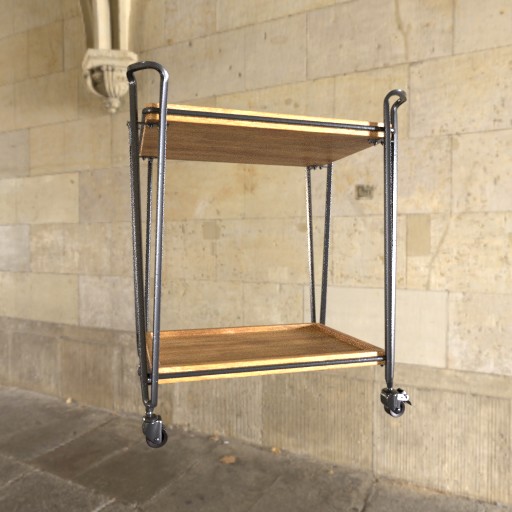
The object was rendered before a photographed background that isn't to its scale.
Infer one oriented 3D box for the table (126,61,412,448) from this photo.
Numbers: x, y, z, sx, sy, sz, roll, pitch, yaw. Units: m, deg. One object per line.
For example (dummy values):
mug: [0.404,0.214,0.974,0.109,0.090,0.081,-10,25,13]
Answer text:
table: [0.000,0.000,1.206,0.672,0.785,0.505,0,1,-16]
